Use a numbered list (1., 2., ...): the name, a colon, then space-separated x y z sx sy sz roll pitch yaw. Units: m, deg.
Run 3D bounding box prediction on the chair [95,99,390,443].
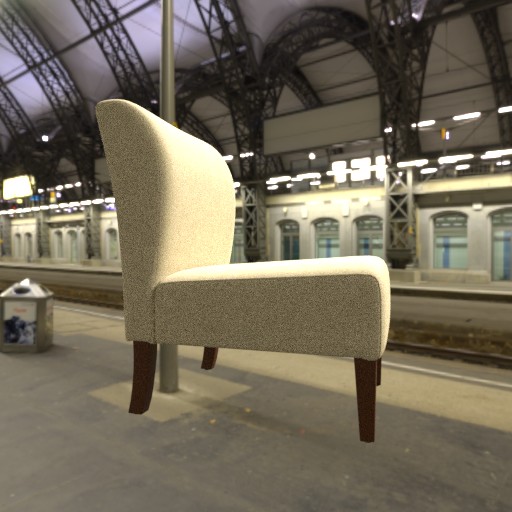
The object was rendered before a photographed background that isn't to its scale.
1. chair: 0.000 0.000 1.303 0.754 0.833 0.521 0 1 18
